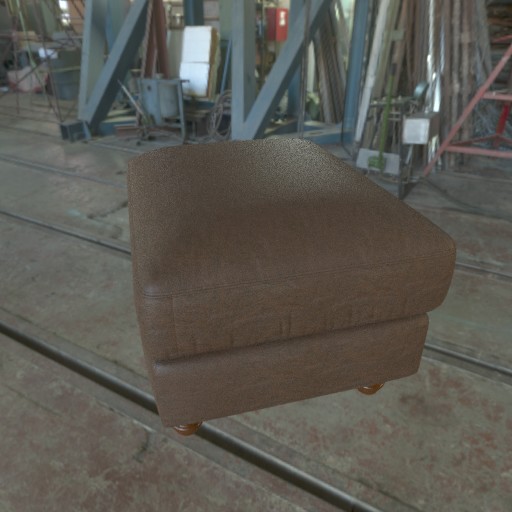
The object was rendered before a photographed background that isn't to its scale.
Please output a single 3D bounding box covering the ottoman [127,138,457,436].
[{"bbox_3d":[0.000,0.000,1.176,0.635,0.508,0.787,-8,30,-13],"label":"ottoman"}]
